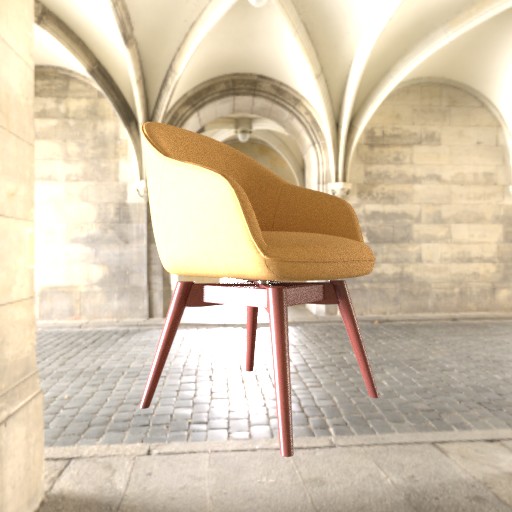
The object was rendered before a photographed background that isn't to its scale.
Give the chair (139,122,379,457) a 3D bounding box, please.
[{"bbox_3d":[0.000,0.000,1.263,0.635,0.823,0.596,0,1,37],"label":"chair"}]
